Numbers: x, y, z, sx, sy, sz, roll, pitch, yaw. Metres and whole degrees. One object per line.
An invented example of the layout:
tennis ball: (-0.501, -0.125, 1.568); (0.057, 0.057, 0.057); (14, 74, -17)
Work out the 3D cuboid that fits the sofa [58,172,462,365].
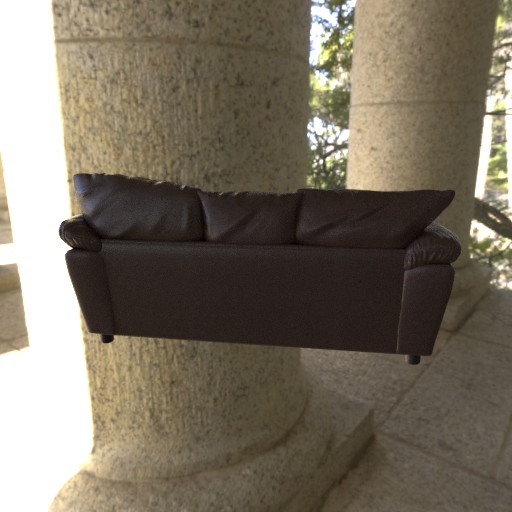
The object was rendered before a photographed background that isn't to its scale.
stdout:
sofa: (0.000, 0.000, 2.896); (2.390, 1.091, 0.907); (2, 15, 8)
